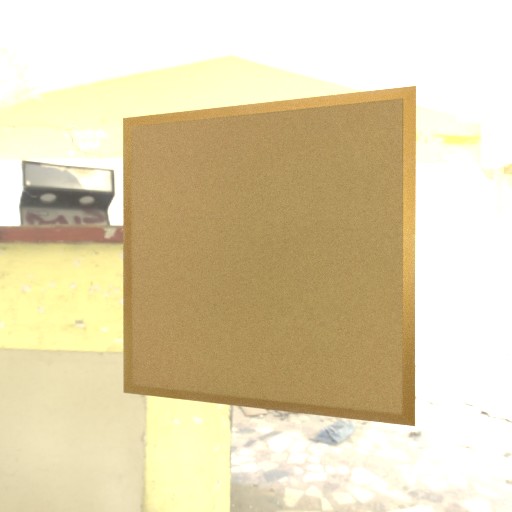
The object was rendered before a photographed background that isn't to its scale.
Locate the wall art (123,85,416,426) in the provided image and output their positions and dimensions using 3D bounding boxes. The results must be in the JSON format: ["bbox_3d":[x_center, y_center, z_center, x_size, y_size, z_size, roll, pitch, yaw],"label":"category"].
[{"bbox_3d":[0.000,0.000,1.124,0.762,0.760,0.037,0,1,18],"label":"wall art"}]
